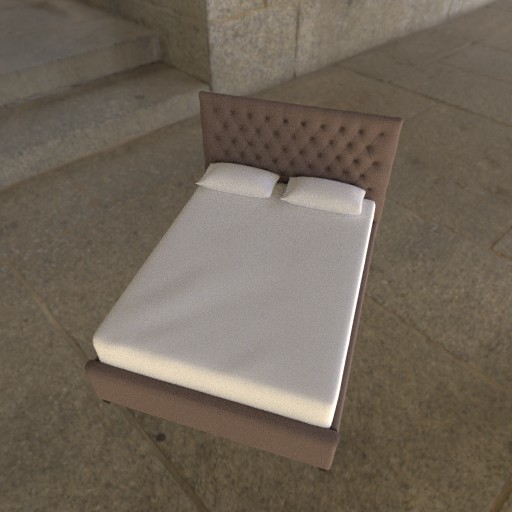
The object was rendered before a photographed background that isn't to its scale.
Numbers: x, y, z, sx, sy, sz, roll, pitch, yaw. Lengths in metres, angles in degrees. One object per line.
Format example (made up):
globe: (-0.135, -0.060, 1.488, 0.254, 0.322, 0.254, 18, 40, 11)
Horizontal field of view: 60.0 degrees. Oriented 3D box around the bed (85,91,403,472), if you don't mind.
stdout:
bed: (0.000, 0.000, 3.301, 1.696, 1.426, 2.233, 12, 45, 13)
